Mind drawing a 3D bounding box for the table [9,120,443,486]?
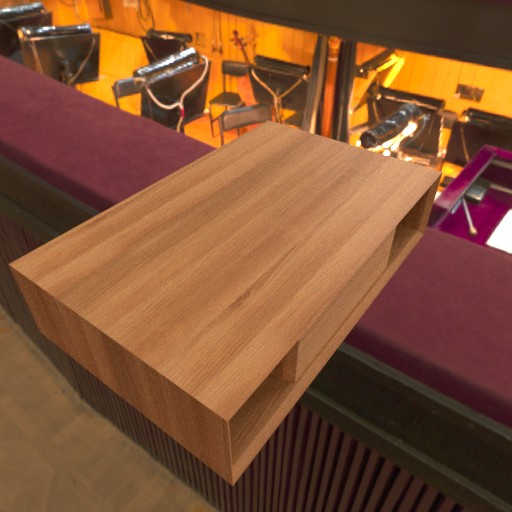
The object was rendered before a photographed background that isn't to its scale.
[{"bbox_3d":[0.000,0.000,1.374,0.700,0.330,1.100,26,46,27],"label":"table"}]
